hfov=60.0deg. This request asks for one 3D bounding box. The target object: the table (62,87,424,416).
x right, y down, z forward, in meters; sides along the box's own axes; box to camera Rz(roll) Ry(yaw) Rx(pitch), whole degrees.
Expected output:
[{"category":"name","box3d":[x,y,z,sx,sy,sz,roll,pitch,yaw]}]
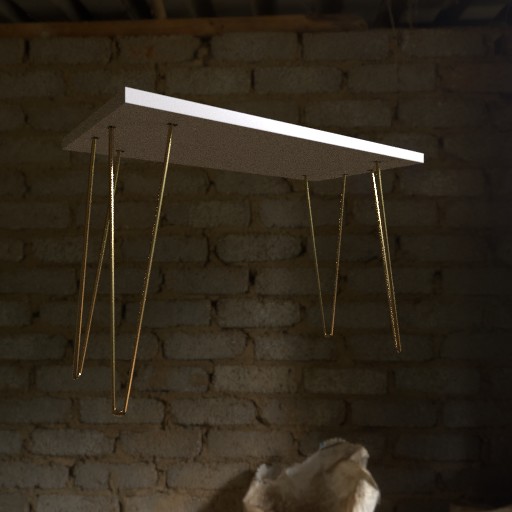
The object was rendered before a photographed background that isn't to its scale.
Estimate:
[{"category":"table","box3d":[0.000,0.000,1.345,0.991,0.660,0.498,-1,1,-37]}]
